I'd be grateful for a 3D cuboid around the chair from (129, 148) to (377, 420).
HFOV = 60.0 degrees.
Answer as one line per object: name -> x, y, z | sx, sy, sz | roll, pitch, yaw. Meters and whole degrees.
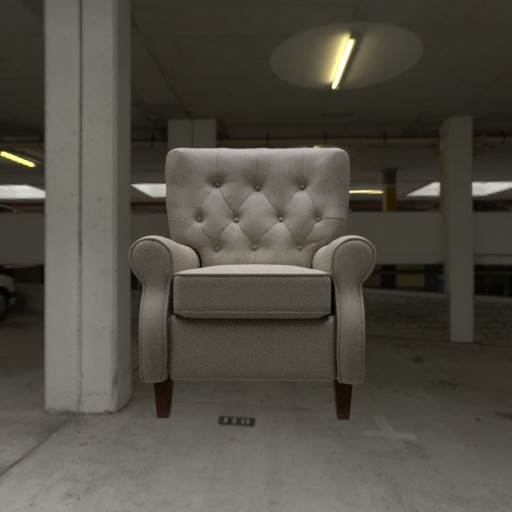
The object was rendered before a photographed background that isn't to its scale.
chair -> 0.000, 0.000, 2.003 | 0.943, 1.158, 1.059 | 0, 0, 2
